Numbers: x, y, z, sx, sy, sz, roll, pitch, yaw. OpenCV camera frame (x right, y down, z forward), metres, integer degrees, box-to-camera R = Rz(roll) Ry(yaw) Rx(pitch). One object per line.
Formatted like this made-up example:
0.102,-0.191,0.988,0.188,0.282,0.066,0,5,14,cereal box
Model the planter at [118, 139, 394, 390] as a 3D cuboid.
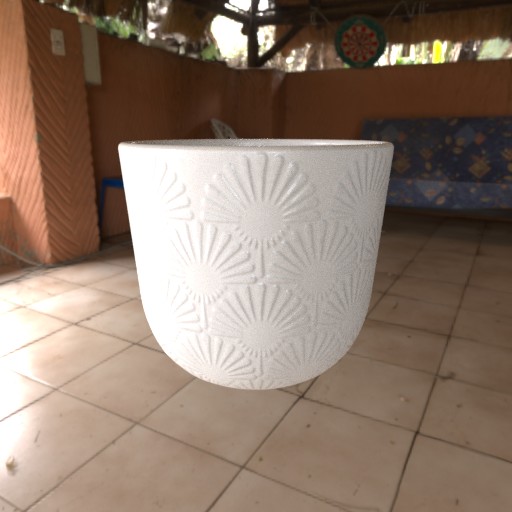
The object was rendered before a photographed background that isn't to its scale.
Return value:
0.000,0.000,0.304,0.170,0.152,0.170,0,16,0,planter
